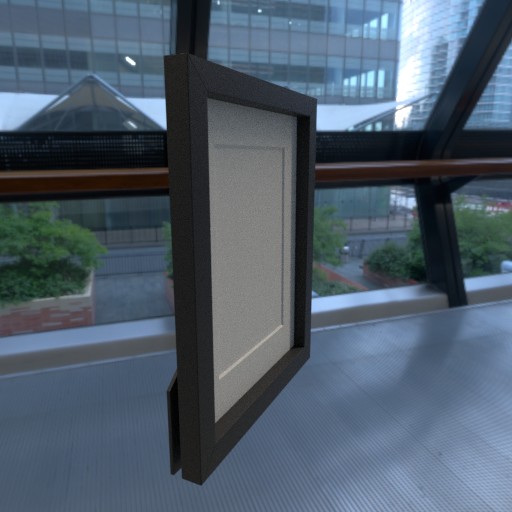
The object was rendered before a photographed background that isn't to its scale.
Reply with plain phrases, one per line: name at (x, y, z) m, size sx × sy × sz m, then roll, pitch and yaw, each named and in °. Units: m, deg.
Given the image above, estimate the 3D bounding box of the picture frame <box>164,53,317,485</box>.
picture frame at (0.000, 0.000, 0.521) m, size 0.036 × 0.383 × 0.307 m, roll 6°, pitch 14°, yaw 26°
